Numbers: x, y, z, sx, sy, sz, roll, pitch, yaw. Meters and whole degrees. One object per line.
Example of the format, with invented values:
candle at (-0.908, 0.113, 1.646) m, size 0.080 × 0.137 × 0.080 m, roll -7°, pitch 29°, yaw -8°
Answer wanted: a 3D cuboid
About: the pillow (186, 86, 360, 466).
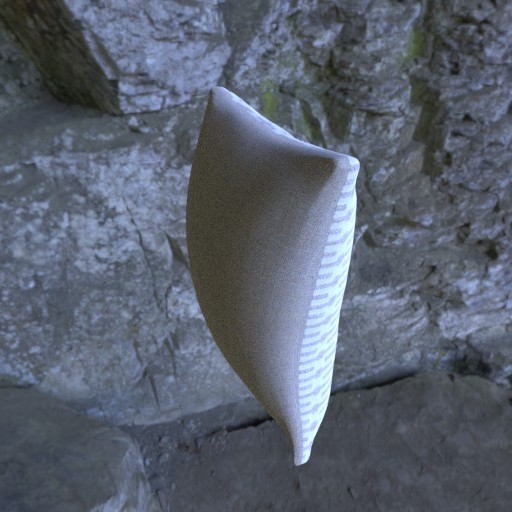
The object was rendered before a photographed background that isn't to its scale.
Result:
pillow at (0.000, 0.000, 0.777) m, size 0.219 × 0.491 × 0.496 m, roll -11°, pitch 31°, yaw -18°
